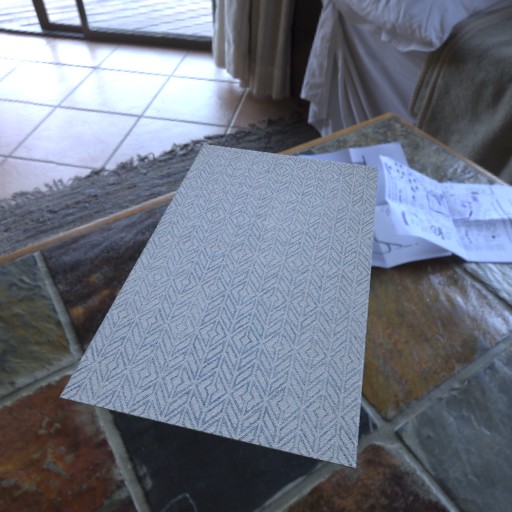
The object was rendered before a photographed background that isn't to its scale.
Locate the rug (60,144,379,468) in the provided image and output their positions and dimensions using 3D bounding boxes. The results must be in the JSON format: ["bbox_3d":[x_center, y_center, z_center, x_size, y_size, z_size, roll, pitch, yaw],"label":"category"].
[{"bbox_3d":[0.000,0.000,3.000,1.526,0.008,2.441,10,47,9],"label":"rug"}]
